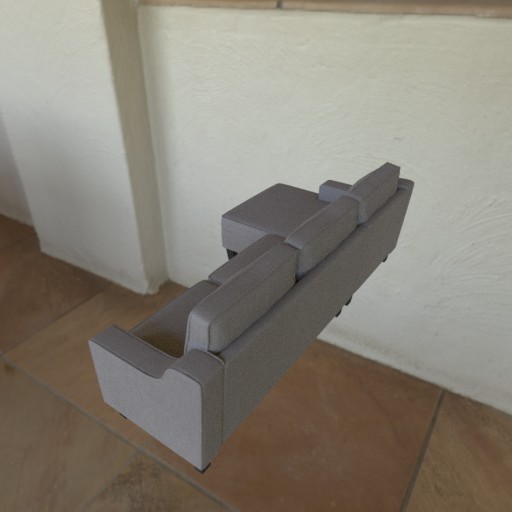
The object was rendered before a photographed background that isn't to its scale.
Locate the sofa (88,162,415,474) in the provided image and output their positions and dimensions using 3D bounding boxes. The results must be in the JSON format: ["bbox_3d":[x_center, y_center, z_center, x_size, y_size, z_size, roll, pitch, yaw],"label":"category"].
[{"bbox_3d":[0.000,0.000,3.084,1.294,0.928,2.561,21,37,29],"label":"sofa"}]
